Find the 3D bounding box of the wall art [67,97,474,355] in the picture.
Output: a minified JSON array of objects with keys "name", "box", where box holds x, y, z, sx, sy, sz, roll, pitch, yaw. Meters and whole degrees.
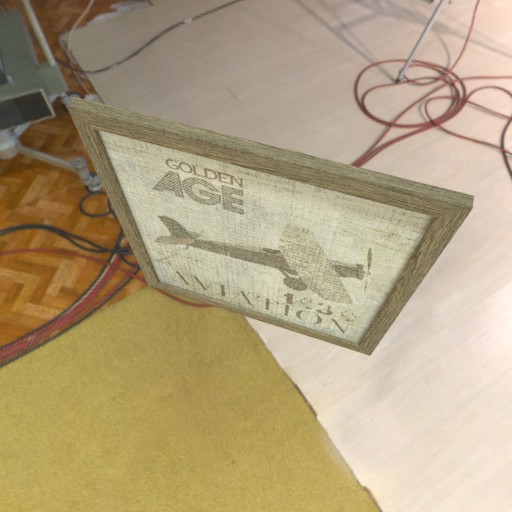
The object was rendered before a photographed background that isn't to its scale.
[{"name":"wall art","box":[0.000,0.000,0.750,0.508,0.508,0.019,16,61,9]}]
